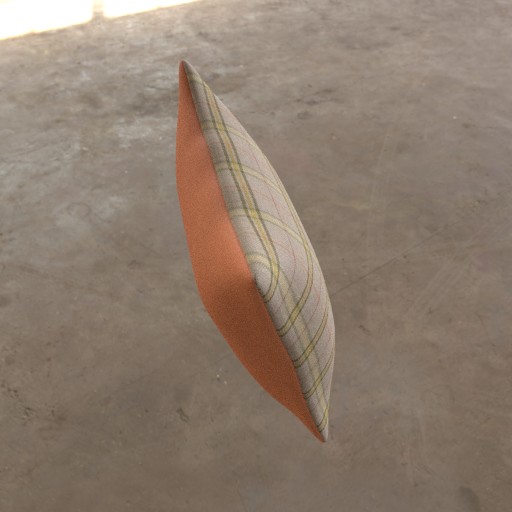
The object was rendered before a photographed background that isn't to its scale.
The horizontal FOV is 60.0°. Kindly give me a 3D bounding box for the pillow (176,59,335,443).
[{"bbox_3d":[0.000,0.000,0.681,0.200,0.430,0.453,-10,47,-10],"label":"pillow"}]
